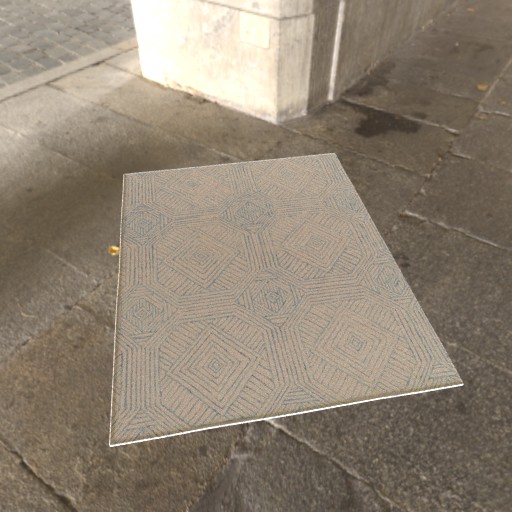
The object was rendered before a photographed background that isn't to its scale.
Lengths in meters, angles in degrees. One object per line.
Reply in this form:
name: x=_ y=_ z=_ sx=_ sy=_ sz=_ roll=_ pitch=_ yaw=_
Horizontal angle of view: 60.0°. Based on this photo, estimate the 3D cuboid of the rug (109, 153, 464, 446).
rug: x=0.000 y=0.000 z=4.044 sx=2.457 sy=0.015 sz=3.049 roll=-7 pitch=46 yaw=-7
